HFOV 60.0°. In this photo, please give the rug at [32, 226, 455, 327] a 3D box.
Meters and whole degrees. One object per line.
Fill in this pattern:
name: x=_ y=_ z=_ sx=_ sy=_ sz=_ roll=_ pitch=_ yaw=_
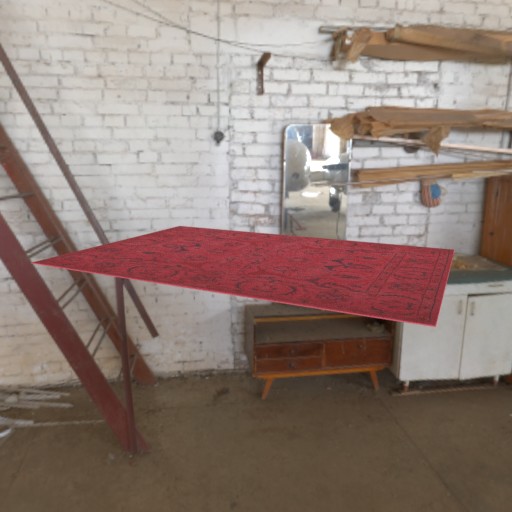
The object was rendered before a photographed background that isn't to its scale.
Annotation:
rug: x=0.000 y=0.000 z=2.269 sx=1.814 sy=0.008 sz=1.209 roll=6 pitch=15 yaw=25
